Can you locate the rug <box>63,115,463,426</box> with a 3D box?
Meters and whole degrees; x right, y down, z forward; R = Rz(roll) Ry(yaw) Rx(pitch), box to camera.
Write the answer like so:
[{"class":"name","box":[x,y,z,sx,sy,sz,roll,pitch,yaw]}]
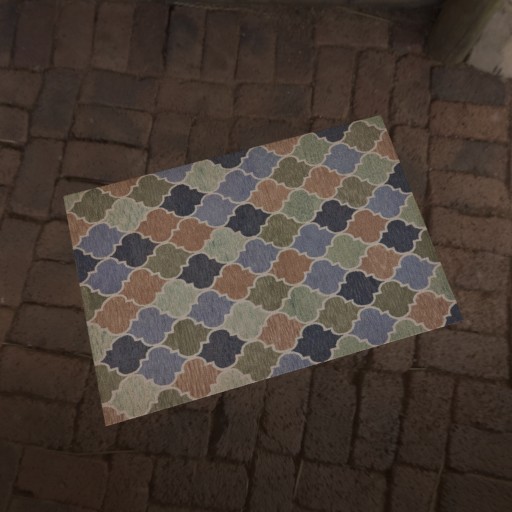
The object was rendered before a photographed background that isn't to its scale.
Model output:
[{"class":"rug","box":[0.000,0.000,2.900,2.284,0.006,1.521,-15,76,-4]}]
